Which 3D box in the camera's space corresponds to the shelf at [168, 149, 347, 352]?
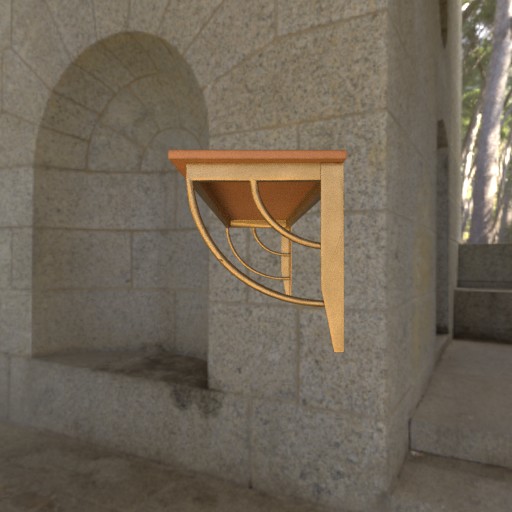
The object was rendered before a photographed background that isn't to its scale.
[{"bbox_3d":[0.000,0.000,0.727,0.166,0.190,0.636,0,-1,0],"label":"shelf"}]
